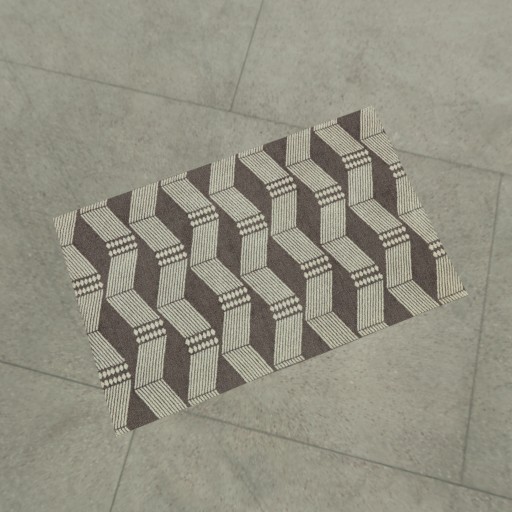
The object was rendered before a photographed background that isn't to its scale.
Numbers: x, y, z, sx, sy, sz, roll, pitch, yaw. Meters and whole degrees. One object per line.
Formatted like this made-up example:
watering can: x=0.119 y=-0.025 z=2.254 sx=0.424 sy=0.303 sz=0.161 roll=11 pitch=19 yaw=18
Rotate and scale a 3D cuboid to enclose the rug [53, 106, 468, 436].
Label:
rug: x=0.000 y=0.000 z=3.007 sx=2.435 sy=0.011 sz=1.517 roll=-21 pitch=77 yaw=-5
